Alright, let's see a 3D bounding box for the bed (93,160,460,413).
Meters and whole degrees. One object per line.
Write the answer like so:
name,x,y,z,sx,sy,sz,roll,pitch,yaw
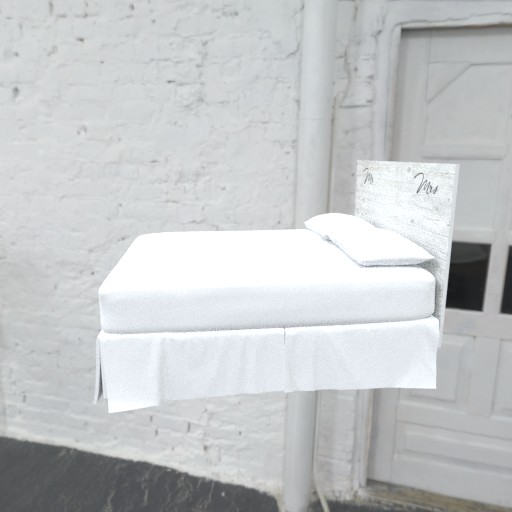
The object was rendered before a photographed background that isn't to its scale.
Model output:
bed,0.000,0.000,3.225,2.094,1.335,1.745,-2,13,-7
